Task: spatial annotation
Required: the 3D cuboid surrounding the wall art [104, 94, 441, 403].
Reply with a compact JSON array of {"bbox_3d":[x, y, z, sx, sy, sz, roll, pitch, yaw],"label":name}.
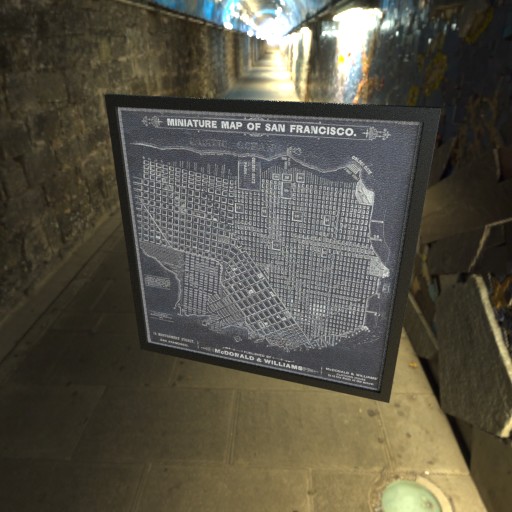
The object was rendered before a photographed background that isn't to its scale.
[{"bbox_3d":[0.000,0.000,1.209,0.807,0.807,0.022,8,27,16],"label":"wall art"}]
